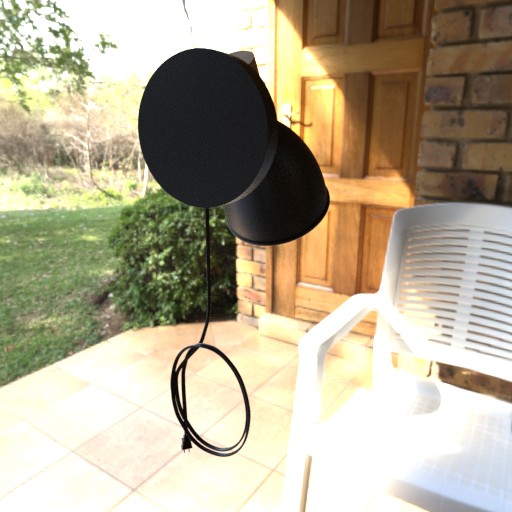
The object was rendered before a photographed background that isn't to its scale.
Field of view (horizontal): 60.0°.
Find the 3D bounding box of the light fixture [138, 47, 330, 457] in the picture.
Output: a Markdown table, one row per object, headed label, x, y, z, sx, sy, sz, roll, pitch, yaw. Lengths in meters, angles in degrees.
| label | x | y | z | sx | sy | sz | roll | pitch | yaw |
| --- | --- | --- | --- | --- | --- | --- | --- | --- | --- |
| light fixture | 0.000 | 0.000 | 0.480 | 0.127 | 0.401 | 0.203 | 8 | 17 | 27 |
